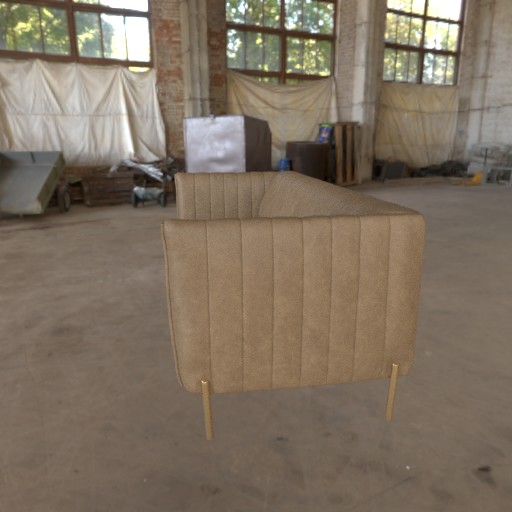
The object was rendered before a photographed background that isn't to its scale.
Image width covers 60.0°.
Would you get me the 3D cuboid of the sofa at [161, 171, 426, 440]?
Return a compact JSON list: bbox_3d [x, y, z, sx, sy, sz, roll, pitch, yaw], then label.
[{"bbox_3d":[0.000,0.000,2.398,0.876,0.779,1.980,-2,15,-8],"label":"sofa"}]
